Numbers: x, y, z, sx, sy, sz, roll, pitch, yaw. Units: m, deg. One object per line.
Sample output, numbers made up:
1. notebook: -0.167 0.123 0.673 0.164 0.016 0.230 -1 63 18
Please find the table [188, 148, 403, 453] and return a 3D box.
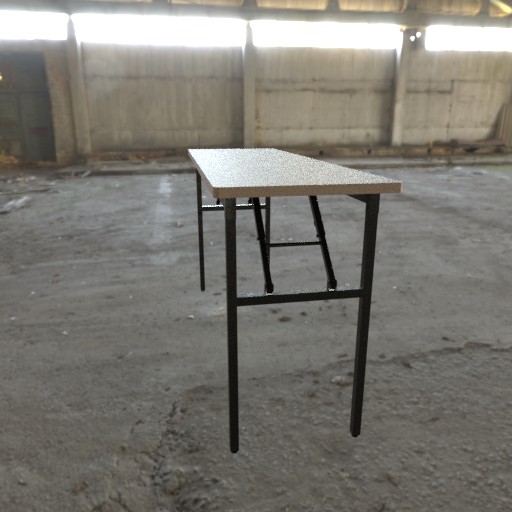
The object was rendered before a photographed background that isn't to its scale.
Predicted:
1. table: 0.000 0.000 1.760 0.447 0.750 1.397 -3 17 -10
